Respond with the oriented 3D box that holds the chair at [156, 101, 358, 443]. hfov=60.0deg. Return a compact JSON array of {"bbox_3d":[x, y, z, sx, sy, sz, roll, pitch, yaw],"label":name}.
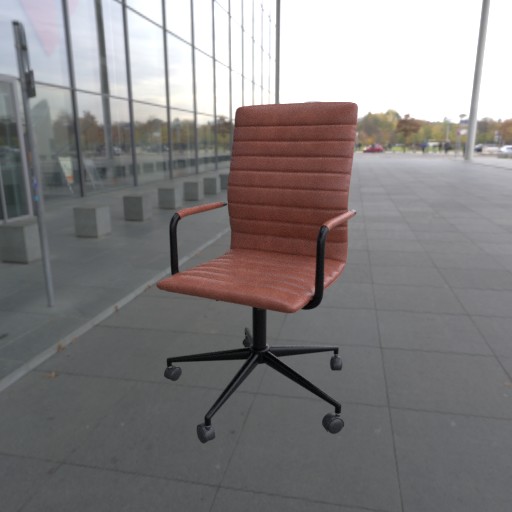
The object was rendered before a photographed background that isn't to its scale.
[{"bbox_3d":[0.000,0.000,1.276,0.600,0.878,0.578,7,16,26],"label":"chair"}]
